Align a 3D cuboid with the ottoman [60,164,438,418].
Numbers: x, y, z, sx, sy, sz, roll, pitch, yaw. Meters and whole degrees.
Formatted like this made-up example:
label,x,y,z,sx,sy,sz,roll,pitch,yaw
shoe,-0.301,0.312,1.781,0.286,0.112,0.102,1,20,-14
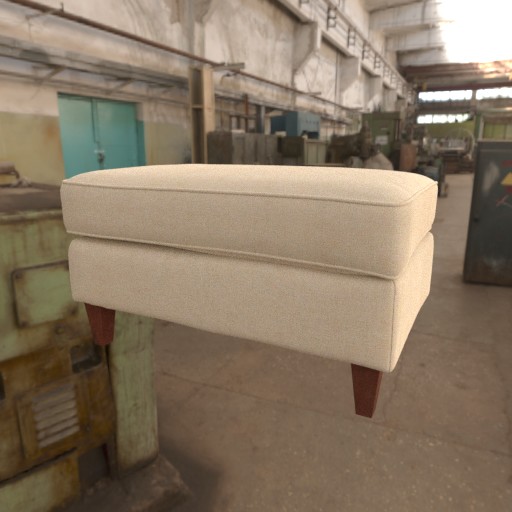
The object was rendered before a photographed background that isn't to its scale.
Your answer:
label,x,y,z,sx,sy,sz,roll,pitch,yaw
ottoman,0.000,0.000,1.214,0.862,0.484,0.583,7,16,26
